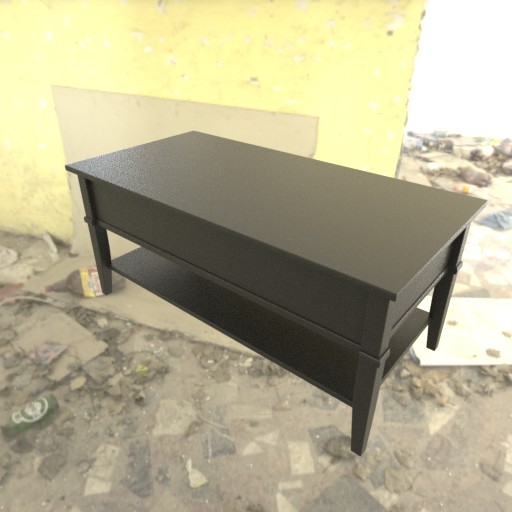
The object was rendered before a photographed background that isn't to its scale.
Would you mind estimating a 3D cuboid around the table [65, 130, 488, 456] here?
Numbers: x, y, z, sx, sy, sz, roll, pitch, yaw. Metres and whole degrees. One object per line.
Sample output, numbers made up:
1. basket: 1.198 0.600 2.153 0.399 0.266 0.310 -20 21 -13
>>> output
1. table: 0.000 0.000 1.318 1.044 0.470 0.523 23 37 34
